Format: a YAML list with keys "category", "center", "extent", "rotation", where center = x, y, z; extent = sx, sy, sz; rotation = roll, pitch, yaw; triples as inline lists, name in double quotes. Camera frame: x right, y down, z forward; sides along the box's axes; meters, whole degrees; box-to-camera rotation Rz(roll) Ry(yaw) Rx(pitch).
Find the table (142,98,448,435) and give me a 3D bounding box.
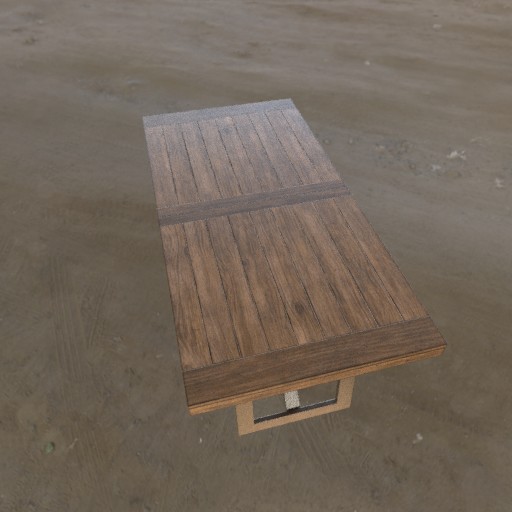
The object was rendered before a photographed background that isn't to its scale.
- category: "table"
  center: [0.000, 0.000, 2.394]
  extent: [0.931, 0.757, 1.867]
  rotation: [-11, 48, -10]
